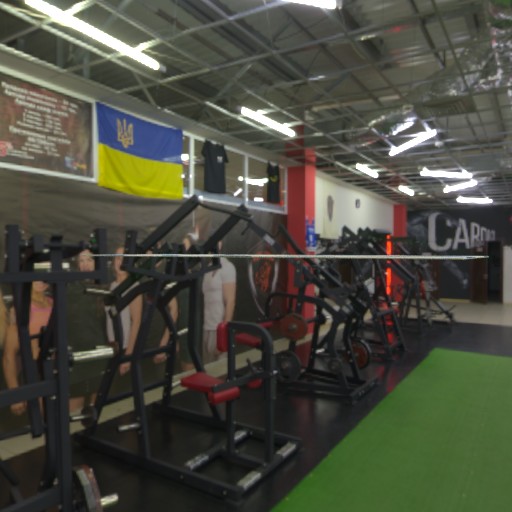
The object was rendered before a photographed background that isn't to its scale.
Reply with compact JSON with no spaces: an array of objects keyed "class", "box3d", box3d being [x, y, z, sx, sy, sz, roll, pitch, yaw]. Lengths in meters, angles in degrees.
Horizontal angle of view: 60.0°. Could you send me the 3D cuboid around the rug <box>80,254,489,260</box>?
[{"class":"rug","box3d":[0.000,0.000,2.691,2.437,0.008,0.774,0,1,34]}]
